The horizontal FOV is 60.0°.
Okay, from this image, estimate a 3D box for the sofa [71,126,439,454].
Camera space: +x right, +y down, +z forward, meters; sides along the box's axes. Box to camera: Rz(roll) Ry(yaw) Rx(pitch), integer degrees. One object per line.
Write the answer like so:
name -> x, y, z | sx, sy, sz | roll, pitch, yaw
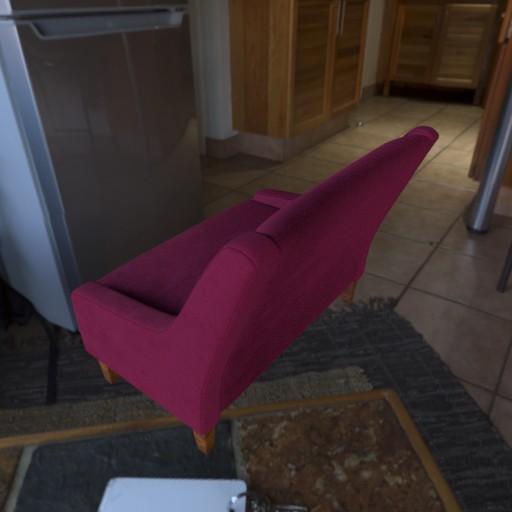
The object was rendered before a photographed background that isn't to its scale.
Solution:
sofa -> 0.000, 0.000, 1.862 | 0.946, 0.976, 1.242 | 22, 38, 31
